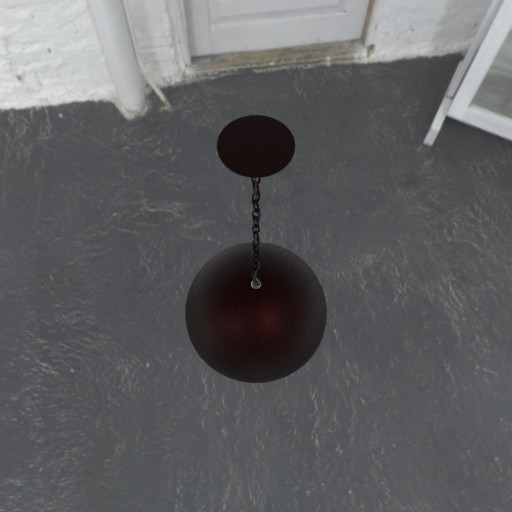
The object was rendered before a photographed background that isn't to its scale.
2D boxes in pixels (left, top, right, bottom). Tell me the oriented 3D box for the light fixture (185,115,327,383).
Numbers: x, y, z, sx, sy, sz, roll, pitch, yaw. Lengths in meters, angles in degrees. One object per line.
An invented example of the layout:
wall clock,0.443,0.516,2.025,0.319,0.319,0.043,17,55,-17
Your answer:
light fixture,0.000,0.000,1.169,0.492,0.869,0.492,-30,67,-14
